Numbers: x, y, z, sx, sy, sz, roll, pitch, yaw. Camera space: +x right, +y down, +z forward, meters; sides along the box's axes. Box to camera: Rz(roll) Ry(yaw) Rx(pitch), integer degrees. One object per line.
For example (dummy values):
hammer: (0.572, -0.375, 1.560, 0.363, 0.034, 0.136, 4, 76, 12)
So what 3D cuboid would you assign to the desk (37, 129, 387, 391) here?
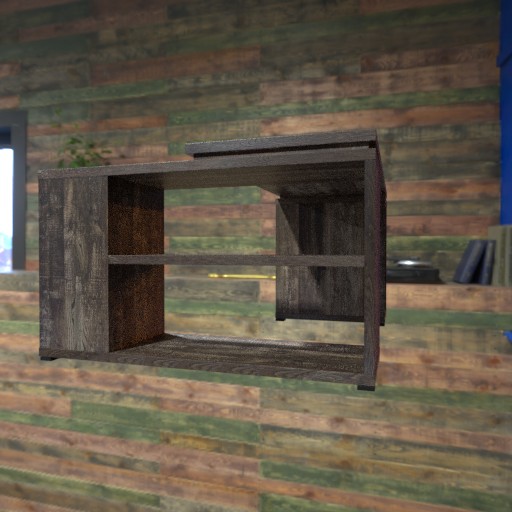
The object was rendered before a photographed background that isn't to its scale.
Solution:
desk: (0.000, 0.000, 2.176, 1.200, 0.753, 1.524, 0, 1, 18)
